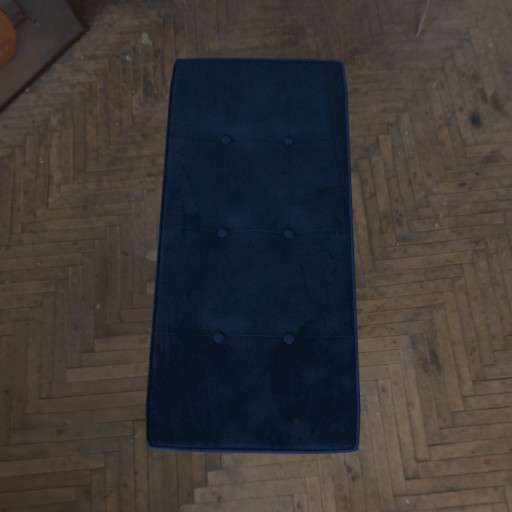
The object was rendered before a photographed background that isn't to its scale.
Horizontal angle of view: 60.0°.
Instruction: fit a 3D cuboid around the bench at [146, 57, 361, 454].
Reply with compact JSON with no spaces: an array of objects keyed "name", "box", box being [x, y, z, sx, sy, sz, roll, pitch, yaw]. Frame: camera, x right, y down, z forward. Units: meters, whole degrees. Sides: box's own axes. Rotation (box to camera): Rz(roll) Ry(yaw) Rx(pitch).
[{"name":"bench","box":[0.000,0.000,1.297,0.489,0.467,1.010,1,75,0]}]
